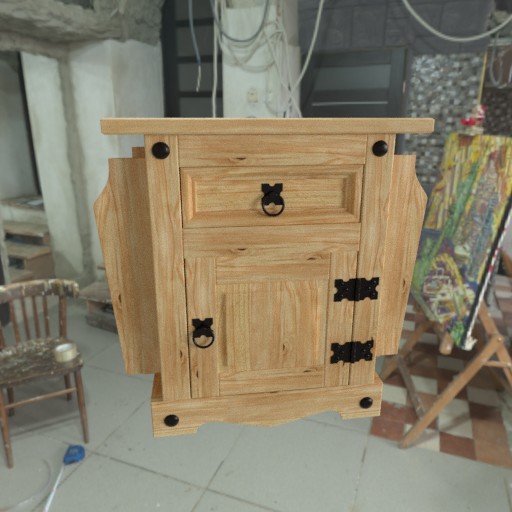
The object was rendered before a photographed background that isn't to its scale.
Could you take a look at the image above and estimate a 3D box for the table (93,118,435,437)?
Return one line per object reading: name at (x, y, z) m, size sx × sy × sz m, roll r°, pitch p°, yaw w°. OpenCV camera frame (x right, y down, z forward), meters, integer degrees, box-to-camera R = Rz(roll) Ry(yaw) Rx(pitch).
table at (0.000, 0.000, 0.868) m, size 0.530 × 0.515 × 0.380 m, roll -2°, pitch 17°, yaw -8°
